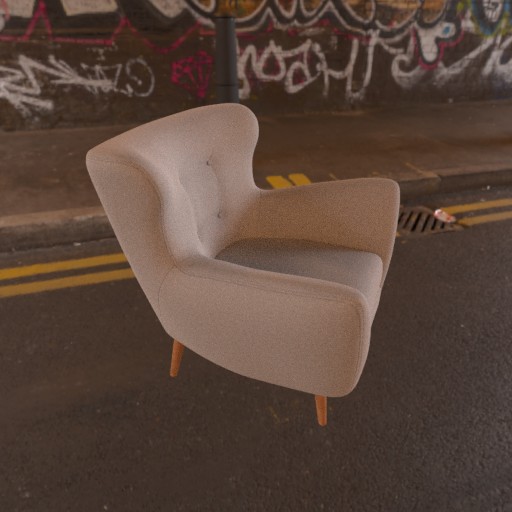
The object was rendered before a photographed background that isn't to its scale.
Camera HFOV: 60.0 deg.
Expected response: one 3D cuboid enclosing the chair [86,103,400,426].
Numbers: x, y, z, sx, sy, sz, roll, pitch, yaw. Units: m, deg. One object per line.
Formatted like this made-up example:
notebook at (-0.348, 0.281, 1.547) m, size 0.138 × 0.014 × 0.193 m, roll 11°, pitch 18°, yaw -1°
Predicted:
chair at (0.000, 0.000, 1.568) m, size 0.889 × 0.889 × 0.890 m, roll 11°, pitch 31°, yaw 18°
